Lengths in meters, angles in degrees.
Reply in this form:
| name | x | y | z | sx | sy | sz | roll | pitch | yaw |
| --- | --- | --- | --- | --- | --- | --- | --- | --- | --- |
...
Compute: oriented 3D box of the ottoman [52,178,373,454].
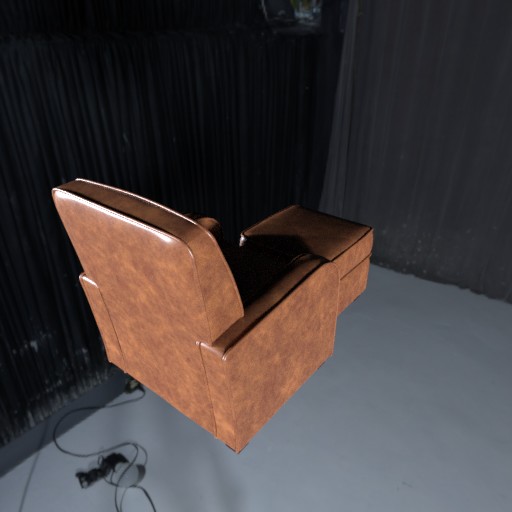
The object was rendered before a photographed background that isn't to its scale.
| name | x | y | z | sx | sy | sz | roll | pitch | yaw |
| --- | --- | --- | --- | --- | --- | --- | --- | --- | --- |
| ottoman | 0.000 | 0.000 | 1.875 | 0.732 | 0.904 | 1.314 | 21 | 36 | 33 |
